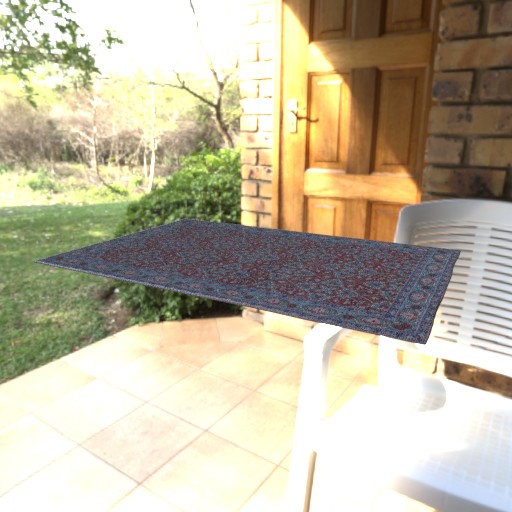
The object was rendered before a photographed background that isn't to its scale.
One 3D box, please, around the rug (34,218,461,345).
[{"bbox_3d":[0.000,0.000,2.269,1.829,0.009,1.219,9,18,27],"label":"rug"}]
